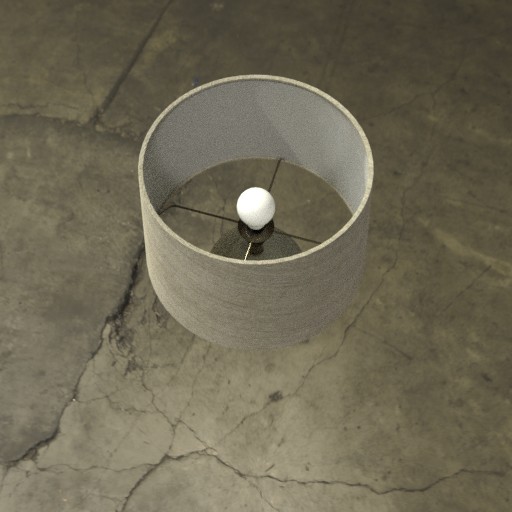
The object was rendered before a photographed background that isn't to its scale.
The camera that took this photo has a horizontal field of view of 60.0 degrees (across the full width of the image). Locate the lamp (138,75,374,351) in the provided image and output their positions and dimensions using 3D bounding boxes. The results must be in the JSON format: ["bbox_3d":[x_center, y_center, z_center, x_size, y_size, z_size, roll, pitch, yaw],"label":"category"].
[{"bbox_3d":[0.000,0.000,0.841,0.390,0.580,0.390,0,64,0],"label":"lamp"}]
